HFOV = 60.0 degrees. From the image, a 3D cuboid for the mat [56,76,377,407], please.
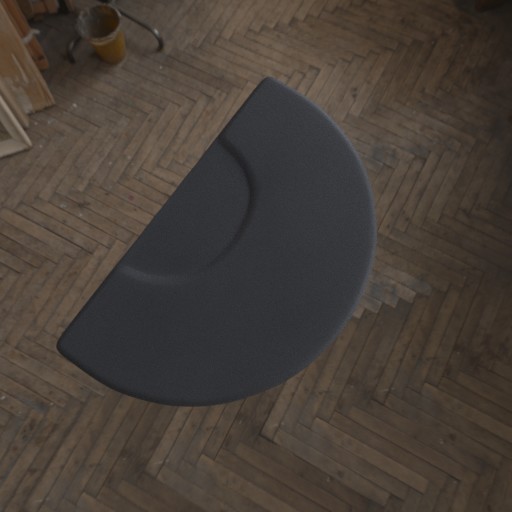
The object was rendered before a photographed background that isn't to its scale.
[{"bbox_3d":[0.000,0.000,1.841,0.917,0.022,1.525,33,77,8],"label":"mat"}]
